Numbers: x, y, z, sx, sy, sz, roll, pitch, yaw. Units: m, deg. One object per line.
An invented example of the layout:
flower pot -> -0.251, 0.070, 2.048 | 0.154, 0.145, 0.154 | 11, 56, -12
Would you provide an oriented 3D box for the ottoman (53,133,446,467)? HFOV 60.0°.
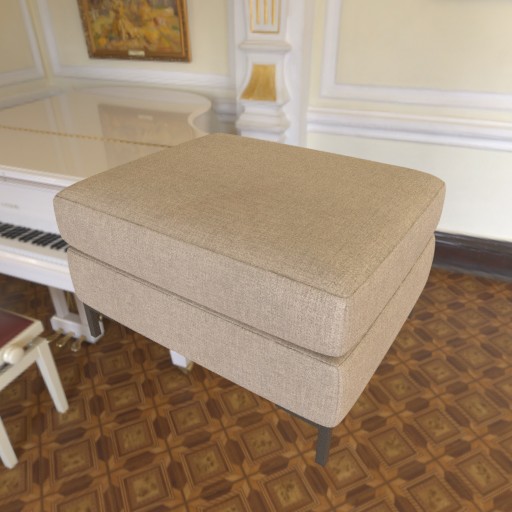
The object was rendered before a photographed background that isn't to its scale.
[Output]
ottoman -> 0.000, 0.000, 1.221 | 0.820, 0.490, 0.671 | 19, 36, 29
